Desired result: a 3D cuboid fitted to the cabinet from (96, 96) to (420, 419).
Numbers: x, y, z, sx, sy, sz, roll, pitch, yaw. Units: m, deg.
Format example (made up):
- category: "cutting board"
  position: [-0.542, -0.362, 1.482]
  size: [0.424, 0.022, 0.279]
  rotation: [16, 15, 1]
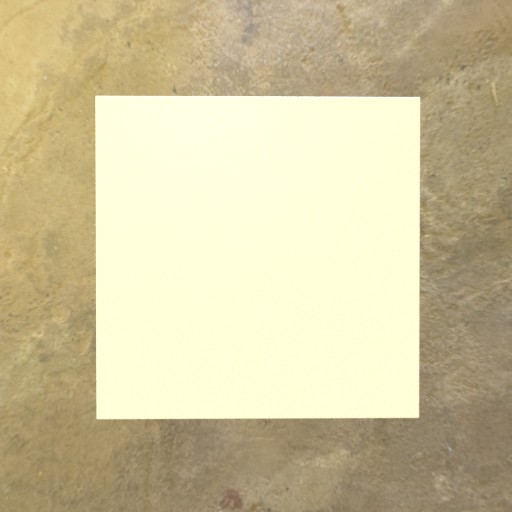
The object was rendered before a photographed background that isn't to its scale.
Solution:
- category: "cabinet"
  position: [0.000, 0.000, 1.134]
  size: [0.547, 0.775, 0.544]
  rotation: [0, 91, -1]
